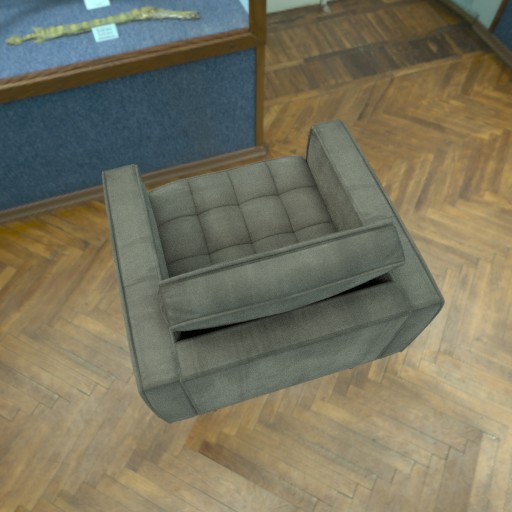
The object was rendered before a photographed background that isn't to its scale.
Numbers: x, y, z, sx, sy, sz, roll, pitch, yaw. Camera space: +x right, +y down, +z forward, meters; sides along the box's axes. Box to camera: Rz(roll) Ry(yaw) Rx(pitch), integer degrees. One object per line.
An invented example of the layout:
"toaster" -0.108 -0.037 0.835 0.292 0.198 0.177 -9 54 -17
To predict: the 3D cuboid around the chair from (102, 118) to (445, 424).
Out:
"chair" 0.000 0.000 1.557 0.928 0.773 0.843 -15 61 -8
